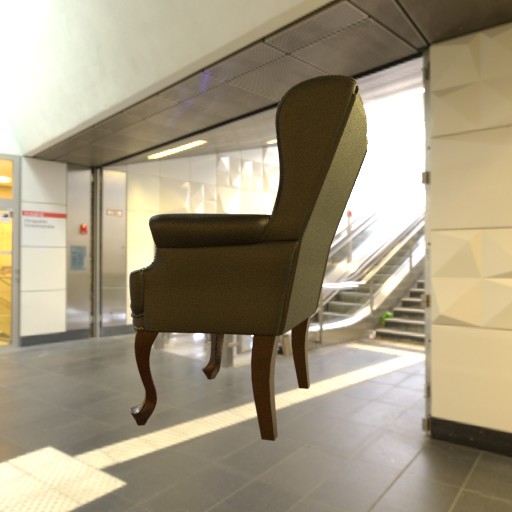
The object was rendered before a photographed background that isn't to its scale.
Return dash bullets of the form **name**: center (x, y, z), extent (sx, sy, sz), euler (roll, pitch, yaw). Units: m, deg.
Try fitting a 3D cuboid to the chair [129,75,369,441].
- **chair**: center (0.000, 0.000, 1.692), extent (0.822, 1.133, 0.831), euler (0, -1, 17)
